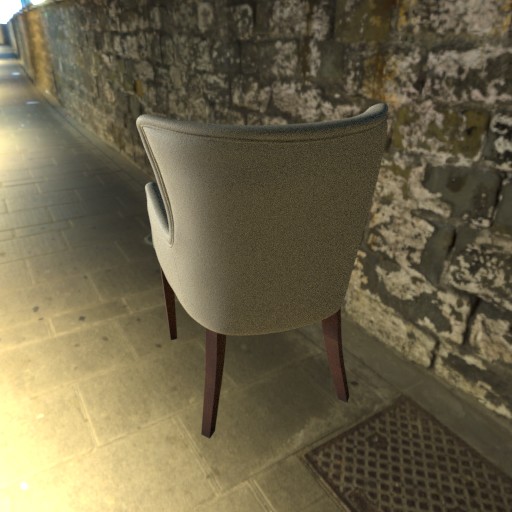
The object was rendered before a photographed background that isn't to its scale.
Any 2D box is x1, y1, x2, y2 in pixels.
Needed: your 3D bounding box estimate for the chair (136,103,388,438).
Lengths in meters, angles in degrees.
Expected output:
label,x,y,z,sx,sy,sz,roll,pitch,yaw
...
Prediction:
label,x,y,z,sx,sy,sz,roll,pitch,yaw
chair,0.000,0.000,1.421,0.660,0.952,0.686,-8,28,-16
